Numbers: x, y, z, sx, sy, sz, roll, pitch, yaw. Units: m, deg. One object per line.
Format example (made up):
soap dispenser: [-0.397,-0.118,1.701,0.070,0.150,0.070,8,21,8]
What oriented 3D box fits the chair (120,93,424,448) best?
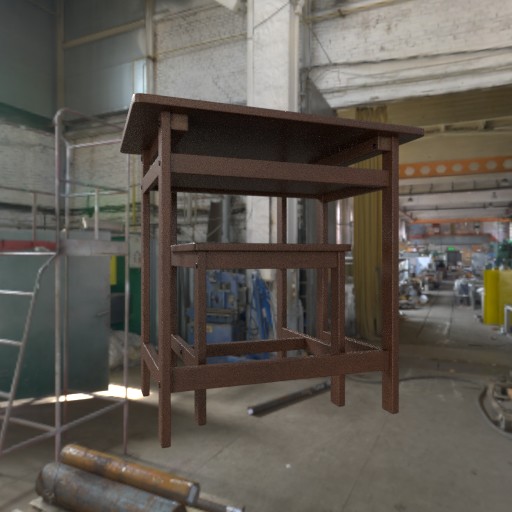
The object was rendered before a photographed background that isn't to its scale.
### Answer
chair: [0.000,0.000,1.048,0.599,0.673,0.463,0,0,-20]
